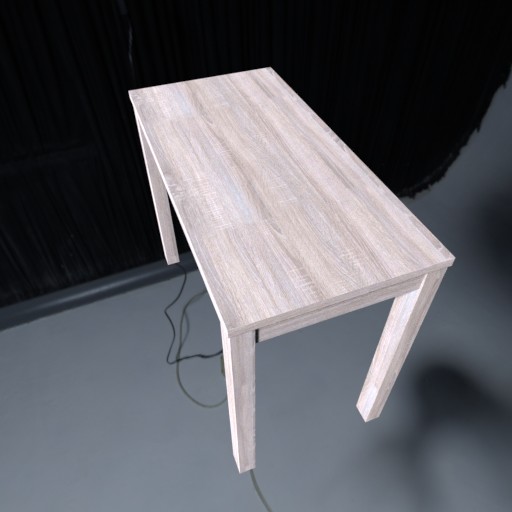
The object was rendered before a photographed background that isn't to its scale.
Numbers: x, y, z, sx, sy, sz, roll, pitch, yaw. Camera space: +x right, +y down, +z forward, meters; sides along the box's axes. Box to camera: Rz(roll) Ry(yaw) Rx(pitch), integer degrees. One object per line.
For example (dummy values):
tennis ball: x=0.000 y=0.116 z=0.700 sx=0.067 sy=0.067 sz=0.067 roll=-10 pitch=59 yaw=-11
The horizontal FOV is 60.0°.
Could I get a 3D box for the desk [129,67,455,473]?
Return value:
desk: x=0.000 y=0.000 z=1.444 sx=0.495 sy=0.762 sz=0.991 roll=-16 pitch=48 yaw=-15
